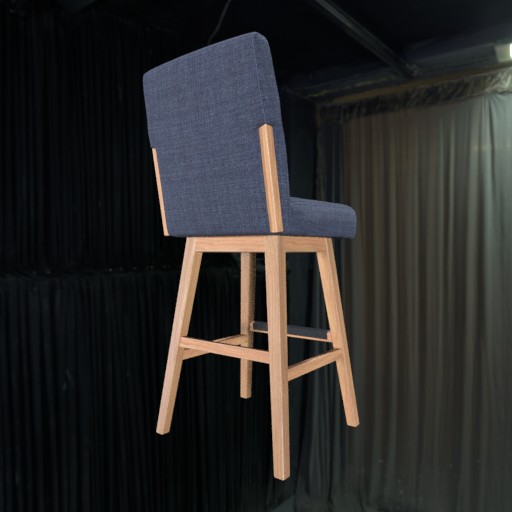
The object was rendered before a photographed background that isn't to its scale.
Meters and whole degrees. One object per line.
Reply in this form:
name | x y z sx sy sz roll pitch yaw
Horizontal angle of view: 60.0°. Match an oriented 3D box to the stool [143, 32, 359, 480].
stool | 0.000 0.000 1.402 0.483 1.112 0.570 1 1 37
